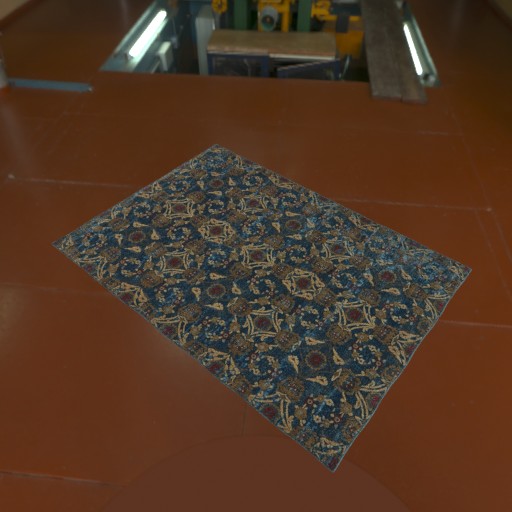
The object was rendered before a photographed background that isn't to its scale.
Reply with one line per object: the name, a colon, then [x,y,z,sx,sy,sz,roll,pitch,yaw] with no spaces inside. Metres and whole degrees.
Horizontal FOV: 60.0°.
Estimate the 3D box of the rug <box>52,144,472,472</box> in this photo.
rug: [0.000,0.000,4.240,3.291,0.013,2.337,31,54,26]
